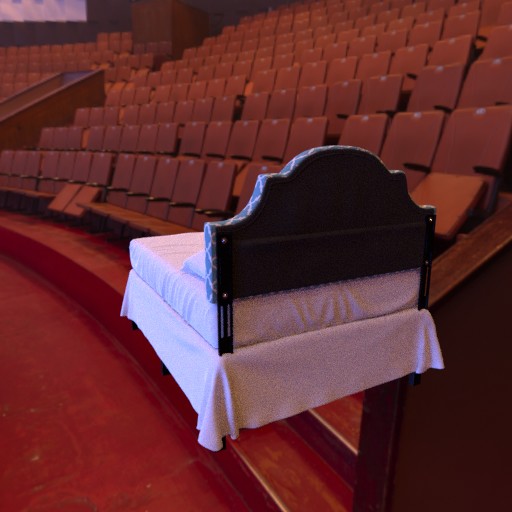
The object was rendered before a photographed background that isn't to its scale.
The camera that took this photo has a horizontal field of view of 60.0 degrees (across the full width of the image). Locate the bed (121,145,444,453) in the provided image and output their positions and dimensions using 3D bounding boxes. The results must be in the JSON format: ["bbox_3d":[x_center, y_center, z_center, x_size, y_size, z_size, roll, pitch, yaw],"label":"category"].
[{"bbox_3d":[0.000,0.000,3.420,1.780,1.633,2.222,-7,15,-27],"label":"bed"}]
